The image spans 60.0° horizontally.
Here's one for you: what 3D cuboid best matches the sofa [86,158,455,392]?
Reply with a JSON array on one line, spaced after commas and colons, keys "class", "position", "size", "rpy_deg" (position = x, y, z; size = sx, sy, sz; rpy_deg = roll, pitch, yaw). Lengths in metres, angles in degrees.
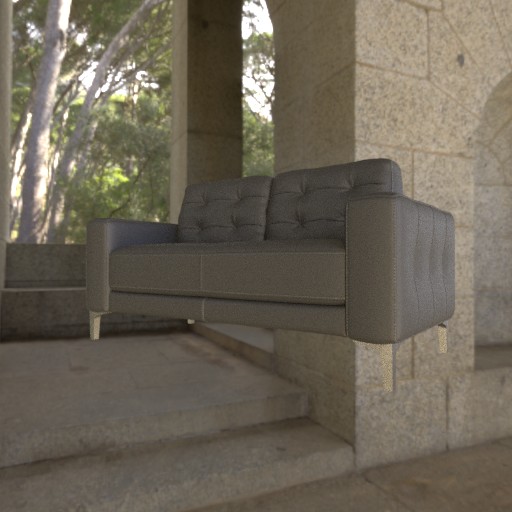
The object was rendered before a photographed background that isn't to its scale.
[{"class": "sofa", "position": [0.000, 0.000, 2.226], "size": [1.726, 0.892, 0.833], "rpy_deg": [0, -1, 36]}]
